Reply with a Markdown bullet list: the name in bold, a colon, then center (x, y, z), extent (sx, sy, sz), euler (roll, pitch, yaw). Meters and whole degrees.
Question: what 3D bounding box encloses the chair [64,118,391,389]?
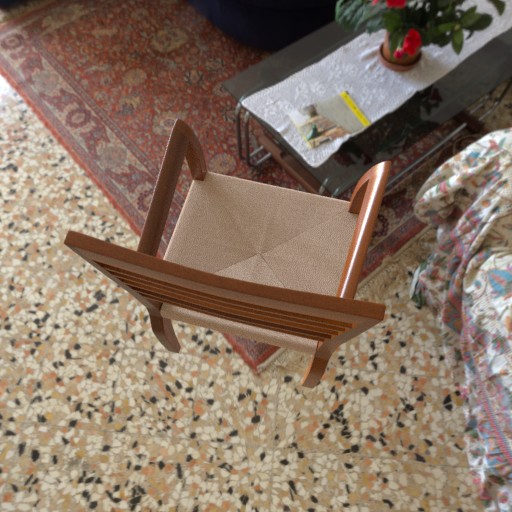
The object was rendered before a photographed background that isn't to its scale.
- **chair**: center (0.000, 0.000, 1.224), extent (0.587, 0.855, 0.540), euler (13, 65, 6)
